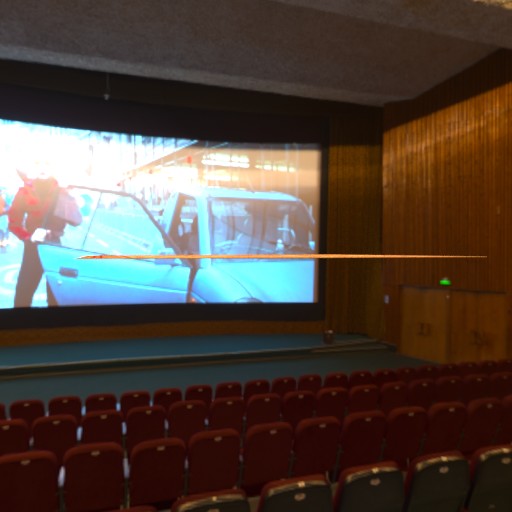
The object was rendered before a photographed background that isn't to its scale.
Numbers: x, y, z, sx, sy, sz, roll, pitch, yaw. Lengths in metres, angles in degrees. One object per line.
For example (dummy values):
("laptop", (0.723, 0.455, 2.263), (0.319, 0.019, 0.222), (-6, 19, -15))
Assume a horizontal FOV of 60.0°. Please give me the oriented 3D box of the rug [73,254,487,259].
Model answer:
("rug", (0.000, 0.000, 4.208), (3.067, 0.005, 2.460), (0, 1, -19))
